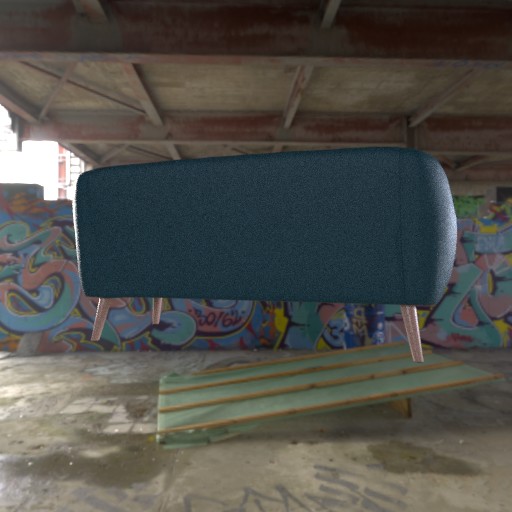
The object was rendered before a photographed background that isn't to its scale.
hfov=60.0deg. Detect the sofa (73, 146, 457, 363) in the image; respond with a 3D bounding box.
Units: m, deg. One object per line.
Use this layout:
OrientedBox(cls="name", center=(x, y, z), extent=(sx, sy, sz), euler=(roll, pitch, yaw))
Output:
OrientedBox(cls="sofa", center=(0.000, 0.000, 2.221), extent=(1.840, 0.836, 0.820), euler=(0, 0, 17))
